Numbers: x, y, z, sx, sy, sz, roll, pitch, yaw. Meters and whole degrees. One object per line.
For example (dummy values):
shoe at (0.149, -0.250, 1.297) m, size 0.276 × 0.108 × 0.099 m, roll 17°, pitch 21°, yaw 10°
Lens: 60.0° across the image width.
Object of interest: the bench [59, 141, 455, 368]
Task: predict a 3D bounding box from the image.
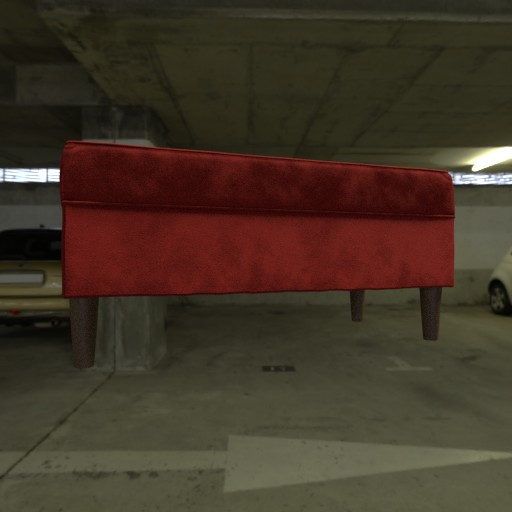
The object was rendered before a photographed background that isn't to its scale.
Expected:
bench at (0.000, 0.000, 1.277) m, size 1.016 × 0.471 × 0.492 m, roll 0°, pitch 0°, yaw -20°
